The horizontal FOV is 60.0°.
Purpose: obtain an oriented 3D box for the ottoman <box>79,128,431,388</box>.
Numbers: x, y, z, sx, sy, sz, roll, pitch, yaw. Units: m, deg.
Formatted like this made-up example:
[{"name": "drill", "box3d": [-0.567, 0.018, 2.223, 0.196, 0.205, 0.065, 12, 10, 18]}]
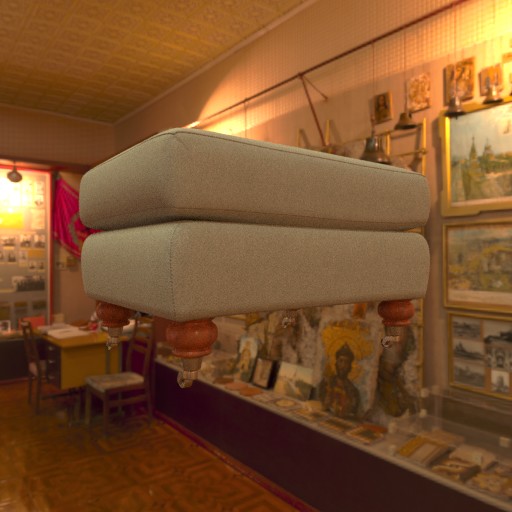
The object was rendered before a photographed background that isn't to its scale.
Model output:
[{"name": "ottoman", "box3d": [0.000, 0.000, 1.162, 0.773, 0.499, 0.569, 0, 0, -36]}]
